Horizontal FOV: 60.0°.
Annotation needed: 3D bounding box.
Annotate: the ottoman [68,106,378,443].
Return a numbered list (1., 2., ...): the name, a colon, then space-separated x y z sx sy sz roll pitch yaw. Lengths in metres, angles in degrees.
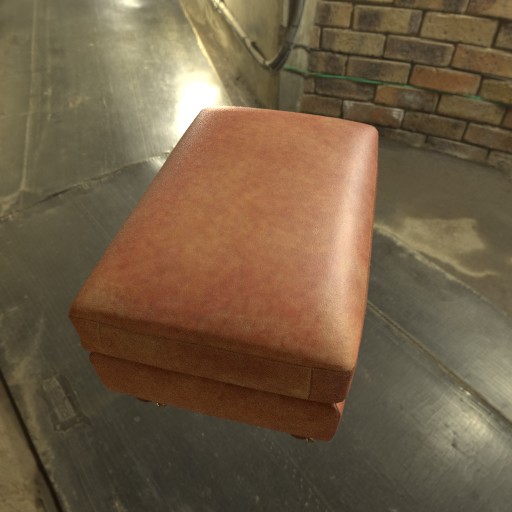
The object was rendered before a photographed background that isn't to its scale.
1. ottoman: 0.000 0.000 1.190 0.565 0.507 0.852 10 47 9
